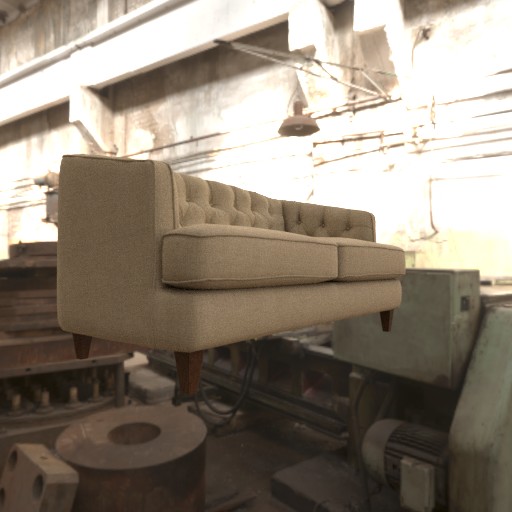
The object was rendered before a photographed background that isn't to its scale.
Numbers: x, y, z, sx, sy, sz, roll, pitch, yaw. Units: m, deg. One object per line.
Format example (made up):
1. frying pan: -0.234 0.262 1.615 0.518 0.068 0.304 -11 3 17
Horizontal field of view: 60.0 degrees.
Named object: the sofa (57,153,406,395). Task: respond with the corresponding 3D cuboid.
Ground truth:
1. sofa: 0.000 0.000 2.171 0.941 0.855 1.733 -1 -2 37
